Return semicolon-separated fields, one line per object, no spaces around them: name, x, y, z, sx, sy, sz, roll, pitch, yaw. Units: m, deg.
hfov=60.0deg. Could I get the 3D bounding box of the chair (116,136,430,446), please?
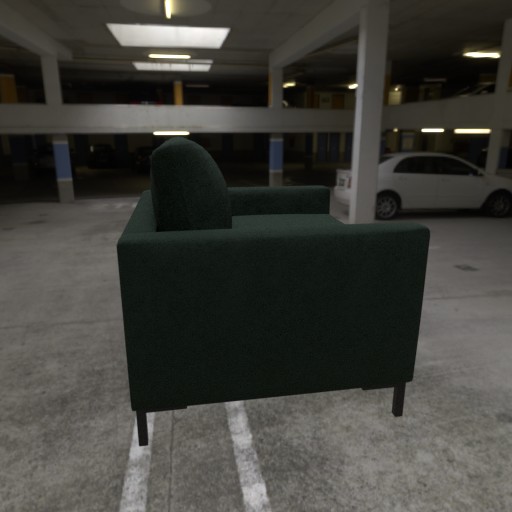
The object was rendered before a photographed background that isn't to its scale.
chair;0.000;0.000;1.649;0.866;0.861;0.963;-3;16;-9
